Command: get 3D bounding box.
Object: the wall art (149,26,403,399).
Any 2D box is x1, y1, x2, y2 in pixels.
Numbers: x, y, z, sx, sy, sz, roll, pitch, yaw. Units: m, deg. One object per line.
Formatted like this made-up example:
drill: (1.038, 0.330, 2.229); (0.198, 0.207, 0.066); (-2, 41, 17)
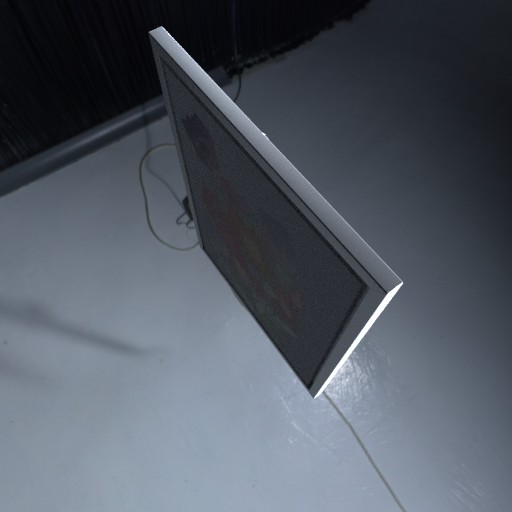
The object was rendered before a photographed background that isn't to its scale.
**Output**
wall art: (0.000, 0.000, 1.359); (0.042, 1.056, 0.805); (-33, 68, -15)
